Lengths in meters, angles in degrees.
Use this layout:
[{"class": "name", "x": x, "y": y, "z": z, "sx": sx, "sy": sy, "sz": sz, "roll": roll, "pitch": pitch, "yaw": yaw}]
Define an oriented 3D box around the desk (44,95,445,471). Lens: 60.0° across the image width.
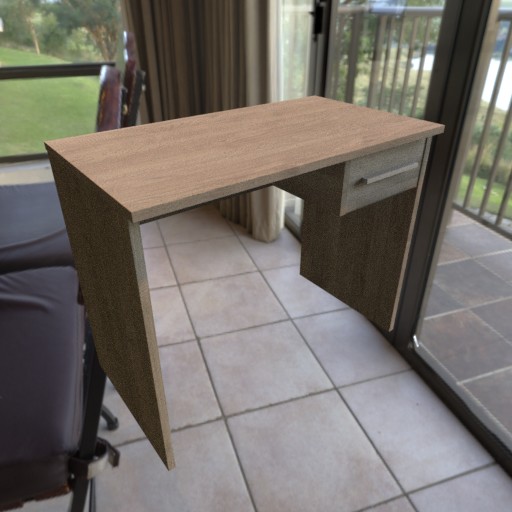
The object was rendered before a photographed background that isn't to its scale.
[{"class": "desk", "x": 0.000, "y": 0.000, "z": 1.306, "sx": 0.893, "sy": 0.724, "sz": 0.498, "roll": -22, "pitch": 37, "yaw": -32}]
